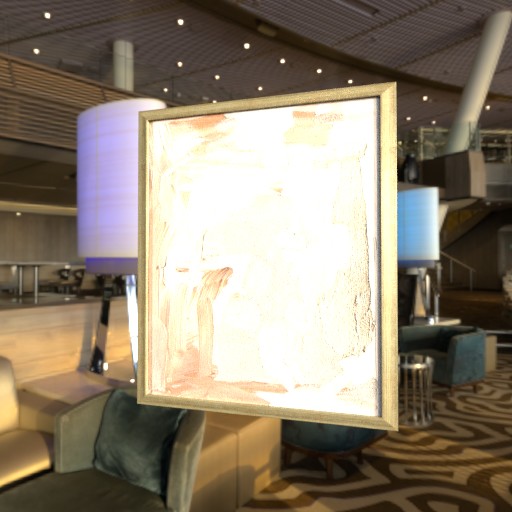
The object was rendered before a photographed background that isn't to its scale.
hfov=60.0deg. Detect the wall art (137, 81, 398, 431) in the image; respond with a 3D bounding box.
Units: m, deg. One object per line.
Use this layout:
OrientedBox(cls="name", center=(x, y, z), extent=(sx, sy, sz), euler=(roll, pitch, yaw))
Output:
OrientedBox(cls="wall art", center=(0.000, 0.000, 0.920), extent=(0.559, 0.660, 0.018), euler=(0, -1, 17))
